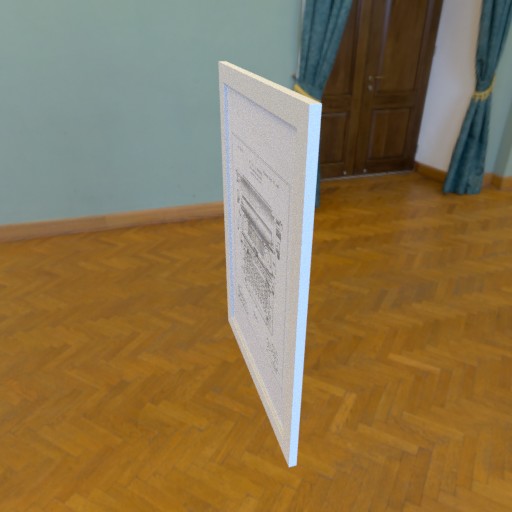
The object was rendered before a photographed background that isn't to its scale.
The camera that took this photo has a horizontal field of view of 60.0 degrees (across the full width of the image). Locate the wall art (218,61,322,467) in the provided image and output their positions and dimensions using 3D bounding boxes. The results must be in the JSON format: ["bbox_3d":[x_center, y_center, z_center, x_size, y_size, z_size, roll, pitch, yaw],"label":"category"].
[{"bbox_3d":[0.000,0.000,0.705,0.013,0.533,0.381,-9,31,-15],"label":"wall art"}]
